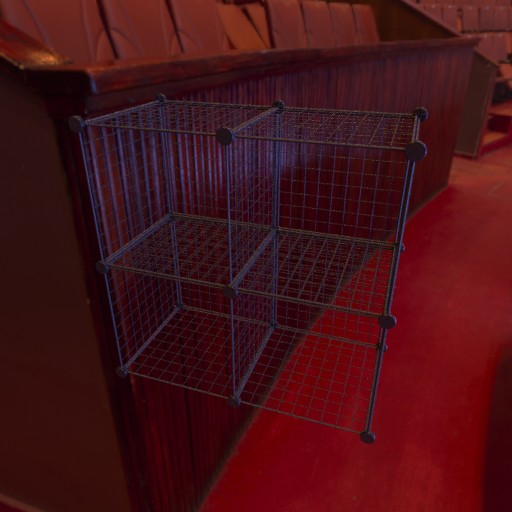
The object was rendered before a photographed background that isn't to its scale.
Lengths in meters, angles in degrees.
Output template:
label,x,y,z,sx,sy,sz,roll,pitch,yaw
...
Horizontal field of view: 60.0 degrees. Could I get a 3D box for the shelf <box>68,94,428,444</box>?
label,x,y,z,sx,sy,sz,roll,pitch,yaw
shelf,0.000,0.000,1.132,0.711,0.711,0.356,9,29,17
